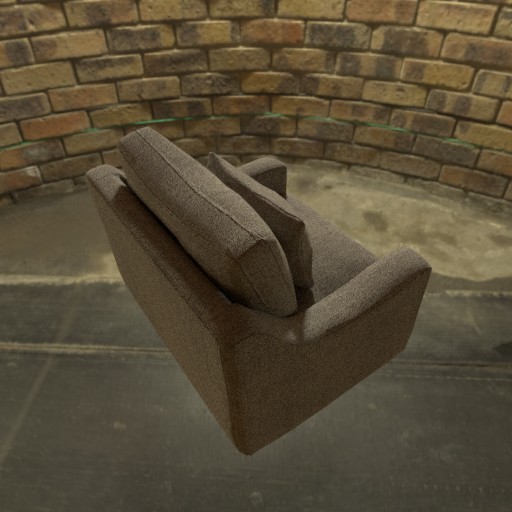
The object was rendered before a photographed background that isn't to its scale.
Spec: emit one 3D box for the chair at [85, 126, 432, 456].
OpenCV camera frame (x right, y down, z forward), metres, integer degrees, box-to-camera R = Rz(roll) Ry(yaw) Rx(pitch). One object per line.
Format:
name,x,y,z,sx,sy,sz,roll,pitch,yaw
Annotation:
chair,0.000,0.000,1.957,1.009,1.037,1.138,-25,47,-26
